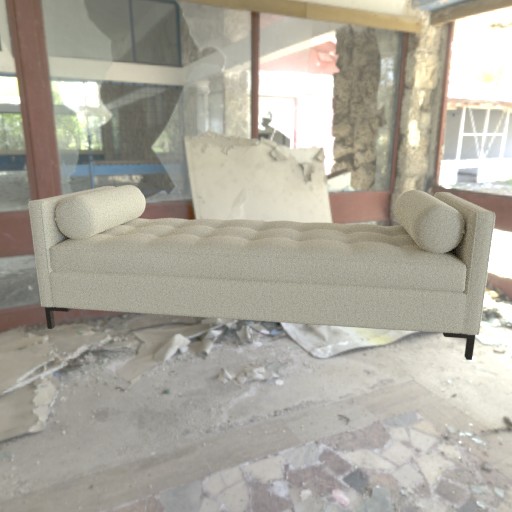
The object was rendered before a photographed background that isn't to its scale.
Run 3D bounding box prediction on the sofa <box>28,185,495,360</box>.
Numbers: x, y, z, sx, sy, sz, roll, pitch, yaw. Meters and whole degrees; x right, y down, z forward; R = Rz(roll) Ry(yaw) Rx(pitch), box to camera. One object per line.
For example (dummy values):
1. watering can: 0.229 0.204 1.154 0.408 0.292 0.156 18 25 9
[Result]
1. sofa: 0.000 0.000 2.256 1.985 0.641 0.746 2 15 9
